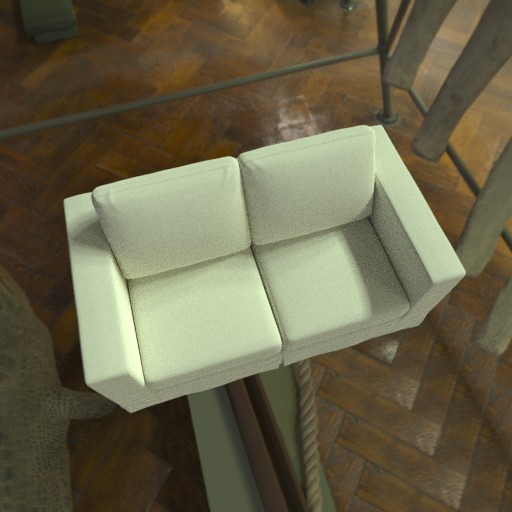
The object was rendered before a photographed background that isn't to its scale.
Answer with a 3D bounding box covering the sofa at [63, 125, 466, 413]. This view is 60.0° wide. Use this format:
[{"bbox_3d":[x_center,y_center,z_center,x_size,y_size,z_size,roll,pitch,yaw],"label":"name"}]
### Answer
[{"bbox_3d":[0.000,0.000,2.371,1.813,0.932,1.009,-15,64,-8],"label":"sofa"}]
